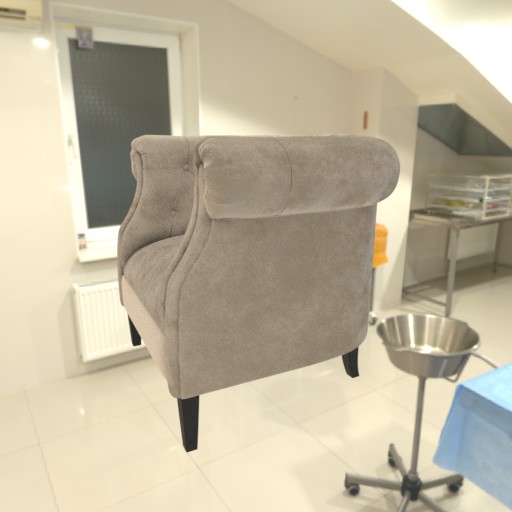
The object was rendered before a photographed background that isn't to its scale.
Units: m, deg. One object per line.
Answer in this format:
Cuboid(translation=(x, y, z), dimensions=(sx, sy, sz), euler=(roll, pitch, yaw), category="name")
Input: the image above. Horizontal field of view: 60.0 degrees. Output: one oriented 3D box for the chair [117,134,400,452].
Cuboid(translation=(0.000, 0.000, 1.560), dimensions=(0.851, 0.826, 0.904), euler=(-8, 17, -25), category="chair")
